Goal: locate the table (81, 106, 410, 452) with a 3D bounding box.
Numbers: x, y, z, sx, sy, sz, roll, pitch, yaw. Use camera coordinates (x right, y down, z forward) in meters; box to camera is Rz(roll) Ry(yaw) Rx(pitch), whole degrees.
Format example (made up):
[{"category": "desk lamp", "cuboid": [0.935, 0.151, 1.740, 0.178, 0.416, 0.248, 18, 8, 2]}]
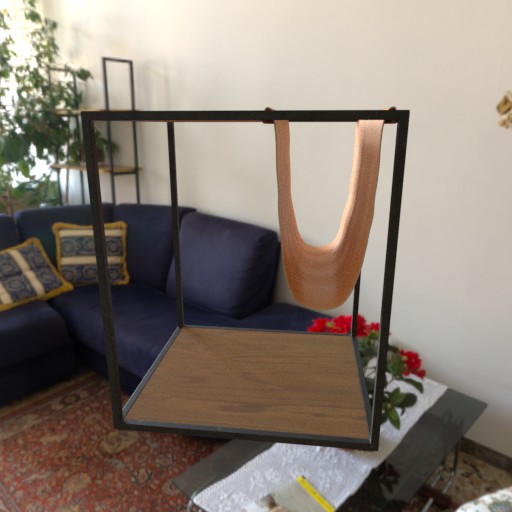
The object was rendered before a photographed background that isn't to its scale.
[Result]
[{"category": "table", "cuboid": [0.000, 0.000, 0.862, 0.450, 0.536, 0.399, 2, 17, 7]}]
